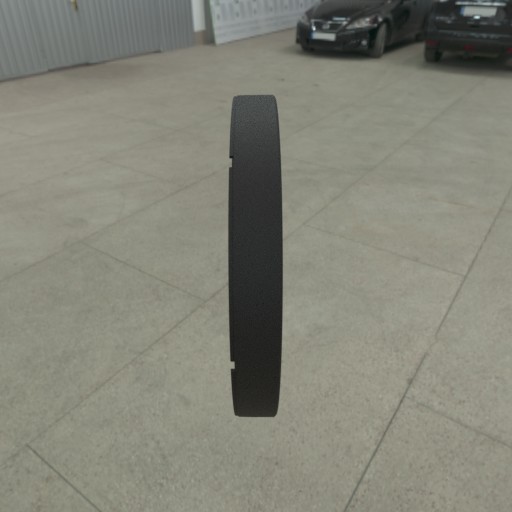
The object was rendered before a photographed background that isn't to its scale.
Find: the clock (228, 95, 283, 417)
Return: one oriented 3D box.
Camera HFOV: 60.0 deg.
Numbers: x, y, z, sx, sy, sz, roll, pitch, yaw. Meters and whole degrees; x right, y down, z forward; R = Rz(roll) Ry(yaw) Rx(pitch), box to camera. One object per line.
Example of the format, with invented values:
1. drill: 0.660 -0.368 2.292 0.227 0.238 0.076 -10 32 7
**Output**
1. clock: 0.000 0.000 0.429 0.040 0.293 0.293 0 33 0
